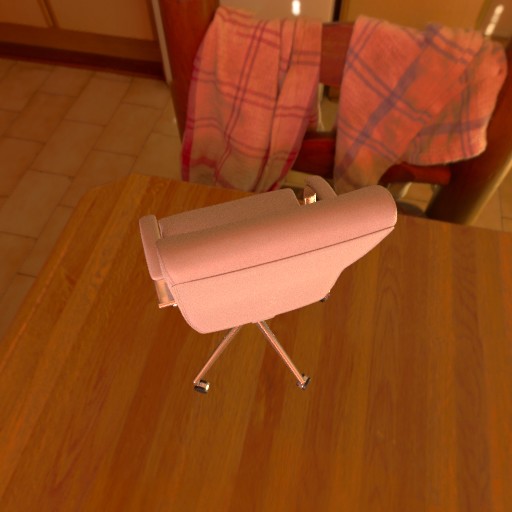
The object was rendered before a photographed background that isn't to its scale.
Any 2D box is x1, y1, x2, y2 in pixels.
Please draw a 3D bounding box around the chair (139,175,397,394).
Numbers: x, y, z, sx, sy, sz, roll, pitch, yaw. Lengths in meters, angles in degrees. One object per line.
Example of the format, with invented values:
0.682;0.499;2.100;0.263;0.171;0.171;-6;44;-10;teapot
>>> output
0.000;0.000;1.590;0.727;1.099;0.745;-15;58;-10;chair
